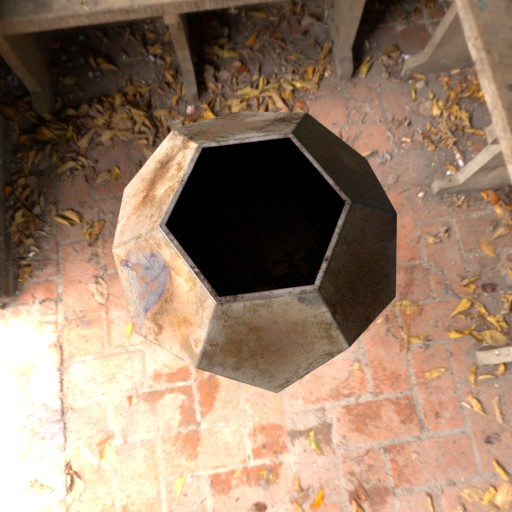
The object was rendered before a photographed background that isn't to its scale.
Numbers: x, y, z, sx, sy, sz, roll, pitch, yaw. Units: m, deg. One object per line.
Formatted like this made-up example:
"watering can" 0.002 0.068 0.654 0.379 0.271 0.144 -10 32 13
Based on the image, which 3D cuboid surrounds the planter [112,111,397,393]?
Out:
"planter" 0.000 0.000 0.416 0.243 0.238 0.221 -37 79 -9
